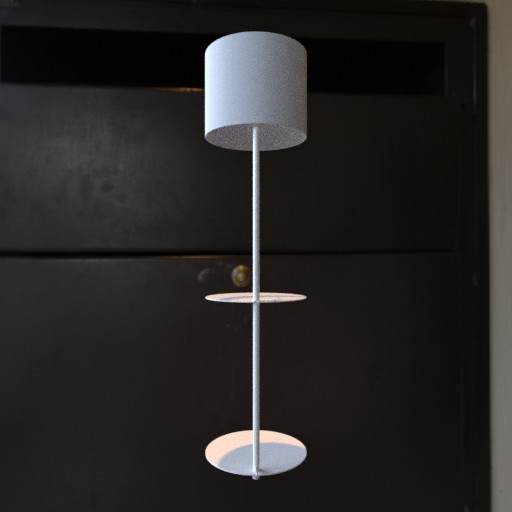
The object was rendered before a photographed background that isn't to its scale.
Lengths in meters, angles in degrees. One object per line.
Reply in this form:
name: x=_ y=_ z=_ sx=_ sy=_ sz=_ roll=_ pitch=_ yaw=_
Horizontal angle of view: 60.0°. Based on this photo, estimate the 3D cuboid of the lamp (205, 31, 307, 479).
lamp: x=0.000 y=0.000 z=1.616 sx=0.372 sy=1.465 sz=0.405 roll=0 pitch=0 yaw=0
